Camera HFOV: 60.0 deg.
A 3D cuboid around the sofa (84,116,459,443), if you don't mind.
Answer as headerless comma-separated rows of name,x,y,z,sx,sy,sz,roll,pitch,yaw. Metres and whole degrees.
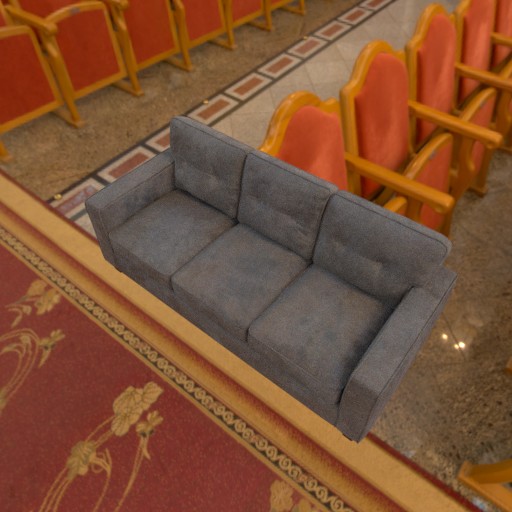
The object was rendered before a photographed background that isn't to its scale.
sofa,0.000,0.000,2.739,2.133,0.965,0.939,31,54,25
